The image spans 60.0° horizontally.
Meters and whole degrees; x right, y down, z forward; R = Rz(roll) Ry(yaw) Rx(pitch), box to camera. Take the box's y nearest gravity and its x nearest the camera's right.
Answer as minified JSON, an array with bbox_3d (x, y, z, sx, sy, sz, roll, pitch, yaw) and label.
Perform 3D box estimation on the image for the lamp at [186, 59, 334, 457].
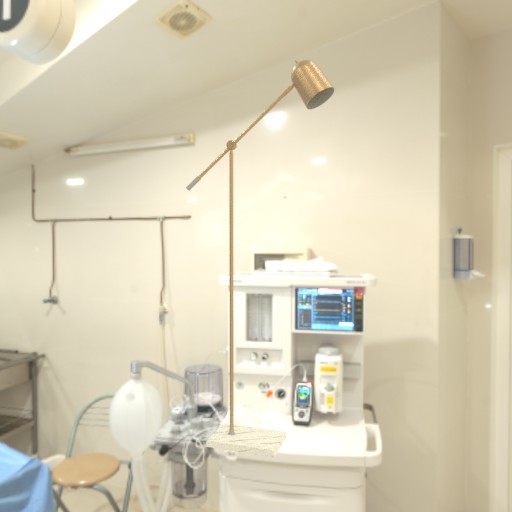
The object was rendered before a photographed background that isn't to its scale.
[{"bbox_3d":[0.000,0.000,1.869,0.653,1.594,0.194,0,1,19],"label":"lamp"}]
